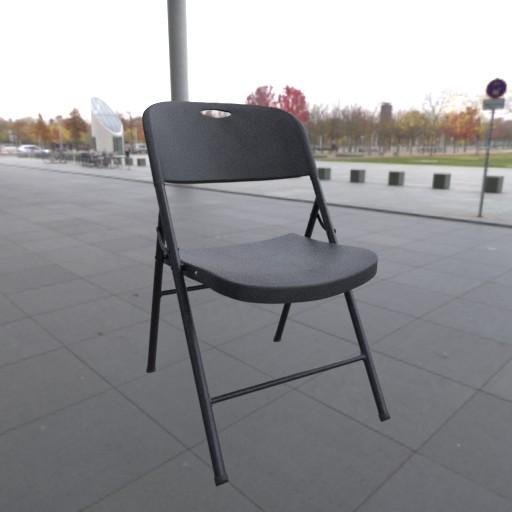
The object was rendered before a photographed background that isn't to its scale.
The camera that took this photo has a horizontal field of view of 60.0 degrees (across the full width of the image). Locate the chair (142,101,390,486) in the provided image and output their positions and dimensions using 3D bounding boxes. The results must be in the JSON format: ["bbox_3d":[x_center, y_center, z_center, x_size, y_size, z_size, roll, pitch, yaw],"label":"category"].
[{"bbox_3d":[0.000,0.000,1.172,0.494,0.810,0.567,-8,16,-28],"label":"chair"}]
